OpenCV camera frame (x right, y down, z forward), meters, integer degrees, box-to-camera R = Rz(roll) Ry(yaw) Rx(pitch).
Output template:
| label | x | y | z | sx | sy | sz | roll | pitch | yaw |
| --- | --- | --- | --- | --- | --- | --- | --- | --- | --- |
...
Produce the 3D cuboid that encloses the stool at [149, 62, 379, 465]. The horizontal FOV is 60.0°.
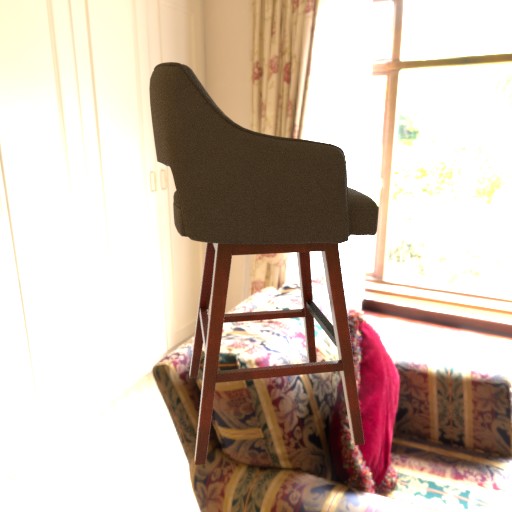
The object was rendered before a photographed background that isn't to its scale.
| label | x | y | z | sx | sy | sz | roll | pitch | yaw |
| --- | --- | --- | --- | --- | --- | --- | --- | --- | --- |
| stool | 0.000 | 0.000 | 1.308 | 0.558 | 1.012 | 0.548 | -3 | 16 | -10 |
